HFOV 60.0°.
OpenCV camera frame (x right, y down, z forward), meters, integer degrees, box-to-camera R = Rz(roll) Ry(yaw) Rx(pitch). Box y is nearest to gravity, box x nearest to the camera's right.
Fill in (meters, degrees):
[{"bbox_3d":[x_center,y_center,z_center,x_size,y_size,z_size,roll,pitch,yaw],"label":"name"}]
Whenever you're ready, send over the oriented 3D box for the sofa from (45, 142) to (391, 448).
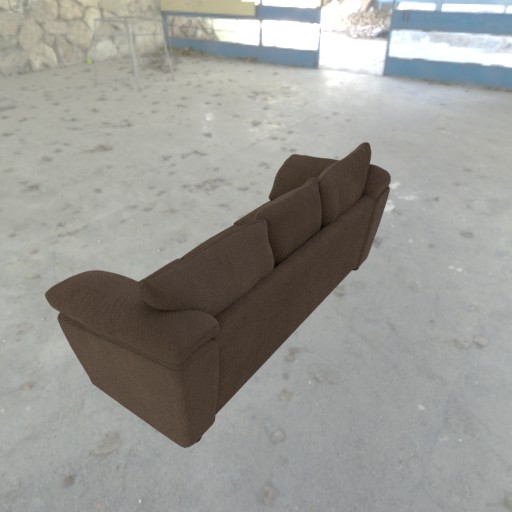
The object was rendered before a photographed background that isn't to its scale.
[{"bbox_3d":[0.000,0.000,2.809,0.878,1.015,2.336,20,37,29],"label":"sofa"}]
